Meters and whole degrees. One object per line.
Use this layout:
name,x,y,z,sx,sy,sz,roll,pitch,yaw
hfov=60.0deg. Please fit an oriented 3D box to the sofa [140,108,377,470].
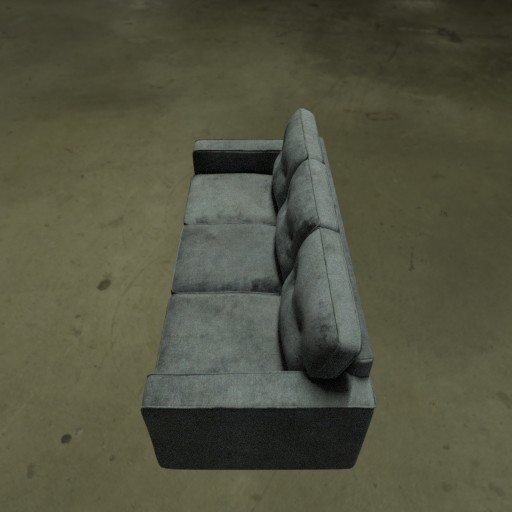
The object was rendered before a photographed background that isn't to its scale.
sofa,0.000,0.000,2.581,0.939,0.965,2.133,0,43,0
